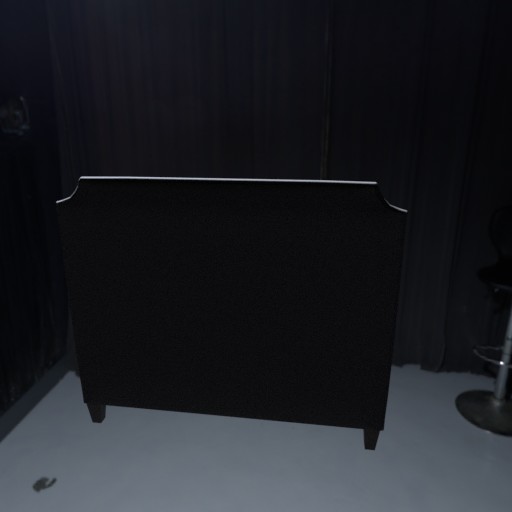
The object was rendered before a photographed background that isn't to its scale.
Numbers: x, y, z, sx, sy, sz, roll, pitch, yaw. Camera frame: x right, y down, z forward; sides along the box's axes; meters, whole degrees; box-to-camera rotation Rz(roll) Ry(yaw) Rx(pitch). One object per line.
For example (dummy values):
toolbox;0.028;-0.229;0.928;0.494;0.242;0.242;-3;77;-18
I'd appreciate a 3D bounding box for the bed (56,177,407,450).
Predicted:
bed;0.000;0.000;3.365;1.713;1.443;2.372;2;17;8
